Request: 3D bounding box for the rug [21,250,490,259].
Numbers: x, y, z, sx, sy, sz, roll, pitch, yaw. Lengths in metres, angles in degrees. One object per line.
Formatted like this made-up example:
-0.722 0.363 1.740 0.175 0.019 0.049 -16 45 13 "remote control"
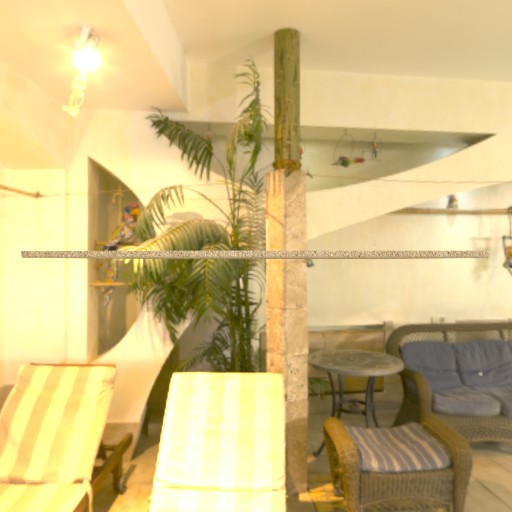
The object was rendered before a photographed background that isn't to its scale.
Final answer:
0.000 0.000 2.095 1.600 0.025 1.199 0 -1 1 "rug"
